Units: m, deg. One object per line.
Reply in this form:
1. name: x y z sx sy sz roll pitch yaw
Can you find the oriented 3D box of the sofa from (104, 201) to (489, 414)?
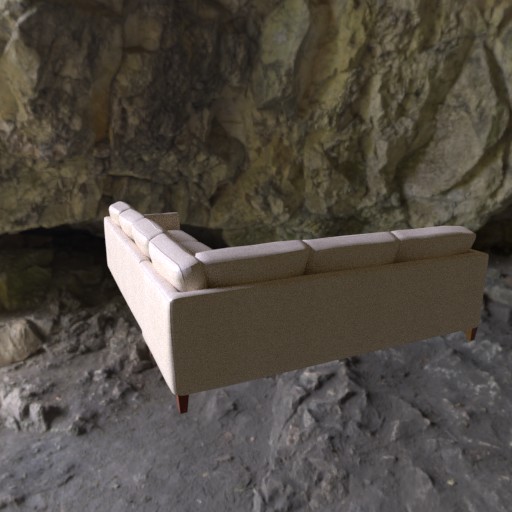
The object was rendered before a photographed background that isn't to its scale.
1. sofa: 0.000 0.000 4.453 2.593 0.947 3.302 -6 15 -24
